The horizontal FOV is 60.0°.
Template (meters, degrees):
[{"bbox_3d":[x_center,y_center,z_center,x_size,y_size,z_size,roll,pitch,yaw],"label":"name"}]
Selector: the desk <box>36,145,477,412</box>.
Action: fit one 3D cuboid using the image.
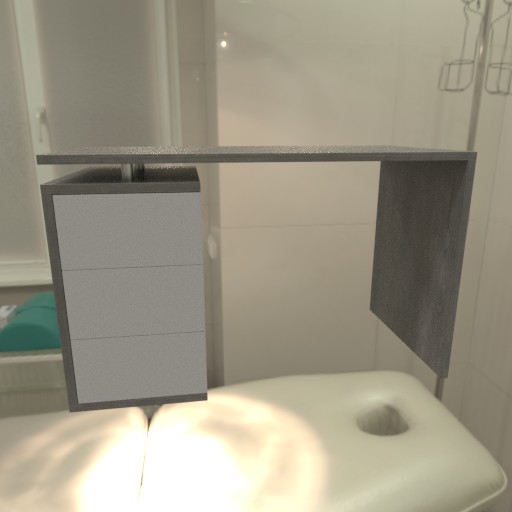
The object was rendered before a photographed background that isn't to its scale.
[{"bbox_3d":[0.000,0.000,1.576,1.200,0.740,0.600,-2,16,-8],"label":"desk"}]
